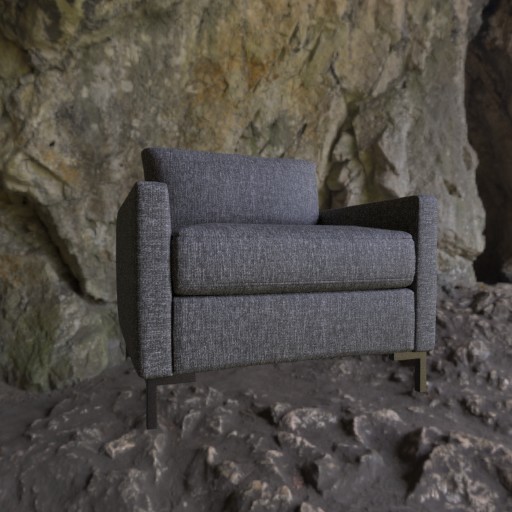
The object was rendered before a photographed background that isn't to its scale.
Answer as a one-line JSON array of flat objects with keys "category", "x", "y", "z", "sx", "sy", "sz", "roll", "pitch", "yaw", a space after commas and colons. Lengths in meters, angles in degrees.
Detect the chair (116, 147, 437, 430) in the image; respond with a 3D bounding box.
[{"category": "chair", "x": 0.000, "y": 0.000, "z": 1.637, "sx": 0.963, "sy": 0.861, "sz": 0.866, "roll": 0, "pitch": 1, "yaw": -20}]
